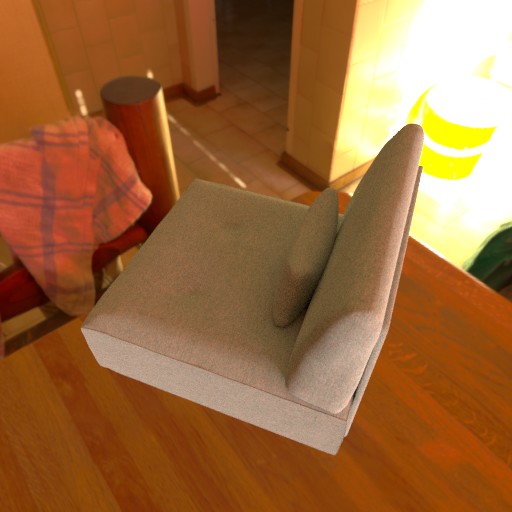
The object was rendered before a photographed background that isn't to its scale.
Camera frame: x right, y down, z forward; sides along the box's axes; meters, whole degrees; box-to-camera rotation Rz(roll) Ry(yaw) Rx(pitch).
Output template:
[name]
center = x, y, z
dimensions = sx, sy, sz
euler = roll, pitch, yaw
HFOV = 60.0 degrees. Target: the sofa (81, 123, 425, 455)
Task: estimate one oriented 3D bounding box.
[sofa]
center = 0.000, 0.000, 1.681
dimensions = 1.000, 0.820, 0.930
euler = 16, 49, 14
